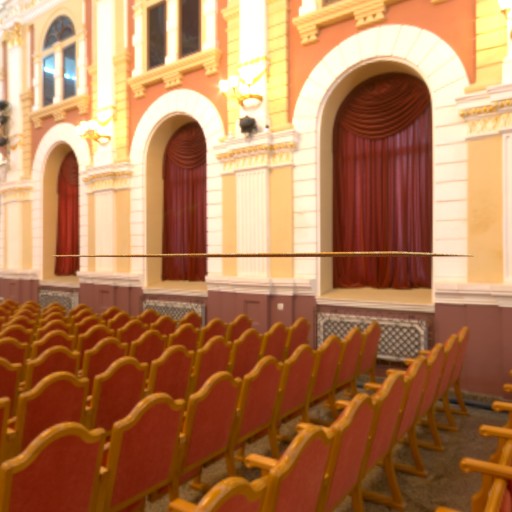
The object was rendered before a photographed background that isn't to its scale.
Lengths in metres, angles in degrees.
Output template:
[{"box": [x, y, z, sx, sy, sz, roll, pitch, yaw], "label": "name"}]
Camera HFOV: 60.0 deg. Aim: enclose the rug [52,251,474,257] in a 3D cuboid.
[{"box": [0.000, 0.000, 2.986, 2.424, 0.010, 1.511, 0, -1, 36], "label": "rug"}]
